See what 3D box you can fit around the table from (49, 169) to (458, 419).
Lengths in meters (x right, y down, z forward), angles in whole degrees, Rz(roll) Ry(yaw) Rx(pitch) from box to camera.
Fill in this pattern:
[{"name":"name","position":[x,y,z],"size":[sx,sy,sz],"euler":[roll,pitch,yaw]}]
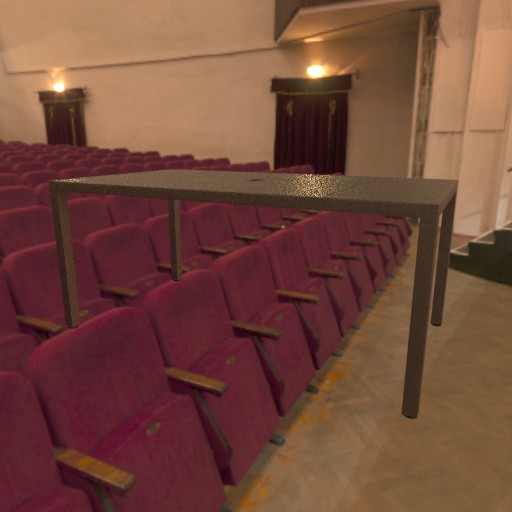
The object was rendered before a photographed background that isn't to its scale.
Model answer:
[{"name":"table","position":[0.000,0.000,2.159],"size":[1.680,0.735,0.914],"euler":[7,16,26]}]
